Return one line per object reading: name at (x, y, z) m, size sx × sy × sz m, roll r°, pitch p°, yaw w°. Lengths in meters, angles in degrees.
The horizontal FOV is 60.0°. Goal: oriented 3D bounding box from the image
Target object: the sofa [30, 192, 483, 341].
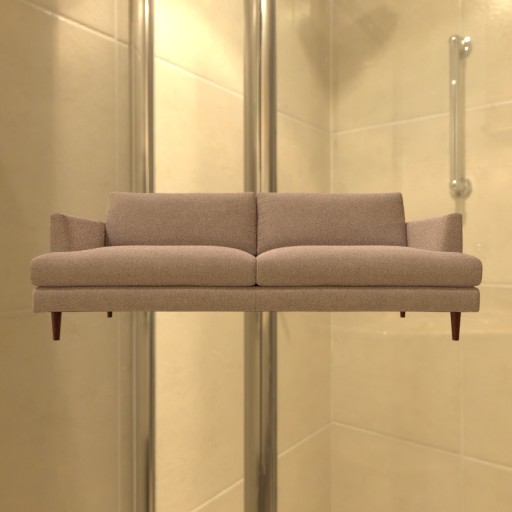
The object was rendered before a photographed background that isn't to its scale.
sofa at (0.000, 0.000, 2.690) m, size 2.250 × 0.868 × 1.020 m, roll 0°, pitch 0°, yaw 0°
